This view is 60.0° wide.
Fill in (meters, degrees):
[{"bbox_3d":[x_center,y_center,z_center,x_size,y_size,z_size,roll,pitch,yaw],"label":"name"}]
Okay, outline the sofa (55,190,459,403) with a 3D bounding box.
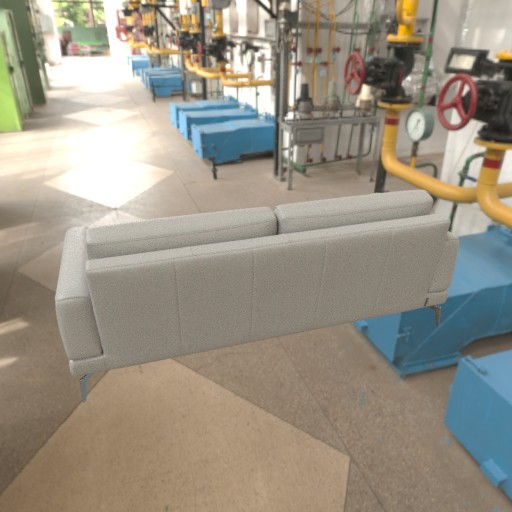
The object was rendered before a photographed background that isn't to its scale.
[{"bbox_3d":[0.000,0.000,2.397,1.940,0.765,0.974,-8,28,-16],"label":"sofa"}]
